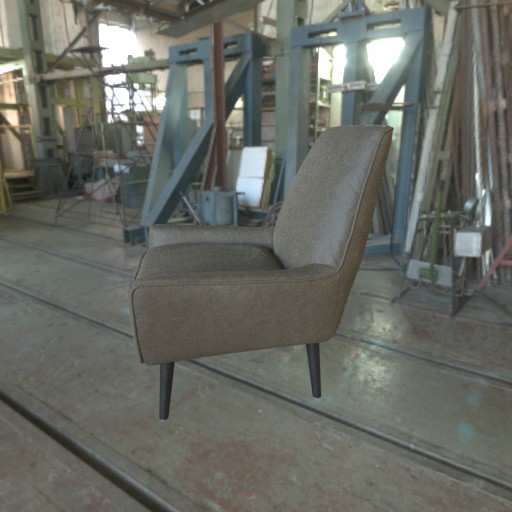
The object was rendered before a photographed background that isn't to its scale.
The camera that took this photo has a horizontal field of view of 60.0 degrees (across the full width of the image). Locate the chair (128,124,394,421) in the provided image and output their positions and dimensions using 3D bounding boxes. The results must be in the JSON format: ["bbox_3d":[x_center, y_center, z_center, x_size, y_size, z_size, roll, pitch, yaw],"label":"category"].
[{"bbox_3d":[0.000,0.000,1.566,0.824,0.888,0.787,-2,16,-9],"label":"chair"}]
